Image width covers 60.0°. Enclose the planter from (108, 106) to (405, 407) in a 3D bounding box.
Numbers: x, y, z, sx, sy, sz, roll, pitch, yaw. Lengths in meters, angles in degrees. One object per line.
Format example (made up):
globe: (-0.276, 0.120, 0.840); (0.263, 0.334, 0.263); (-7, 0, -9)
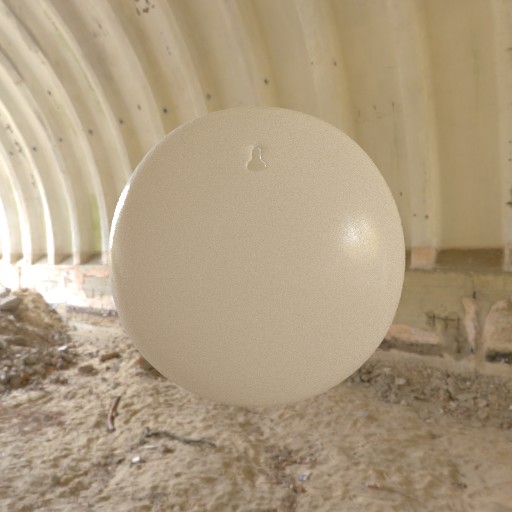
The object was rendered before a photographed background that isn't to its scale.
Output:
planter: (0.000, 0.000, 0.277); (0.185, 0.188, 0.043); (0, -1, 1)
